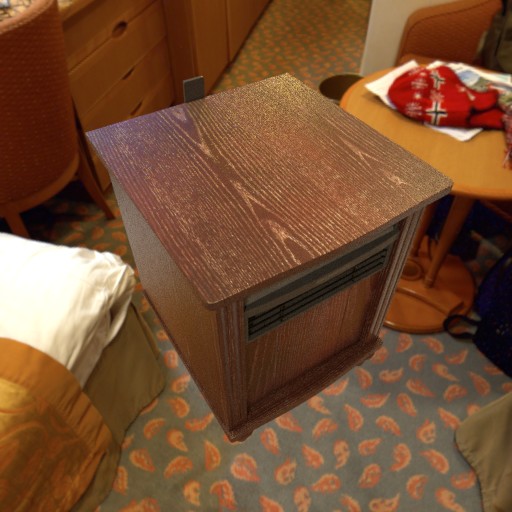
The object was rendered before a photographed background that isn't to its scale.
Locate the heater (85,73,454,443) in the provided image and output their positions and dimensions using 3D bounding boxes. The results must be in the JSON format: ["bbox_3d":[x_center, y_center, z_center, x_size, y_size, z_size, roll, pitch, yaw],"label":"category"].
[{"bbox_3d":[0.000,0.000,0.758,0.362,0.481,0.400,-25,52,-22],"label":"heater"}]
